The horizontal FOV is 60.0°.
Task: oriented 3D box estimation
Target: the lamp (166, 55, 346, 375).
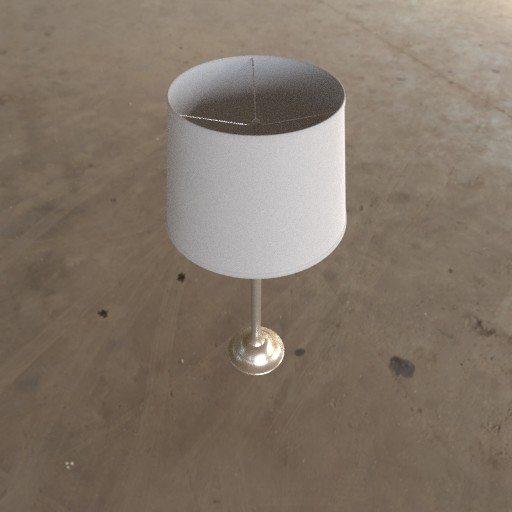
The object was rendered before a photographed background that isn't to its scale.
[{"bbox_3d":[0.000,0.000,0.902,0.331,0.698,0.331,0,45,0],"label":"lamp"}]
